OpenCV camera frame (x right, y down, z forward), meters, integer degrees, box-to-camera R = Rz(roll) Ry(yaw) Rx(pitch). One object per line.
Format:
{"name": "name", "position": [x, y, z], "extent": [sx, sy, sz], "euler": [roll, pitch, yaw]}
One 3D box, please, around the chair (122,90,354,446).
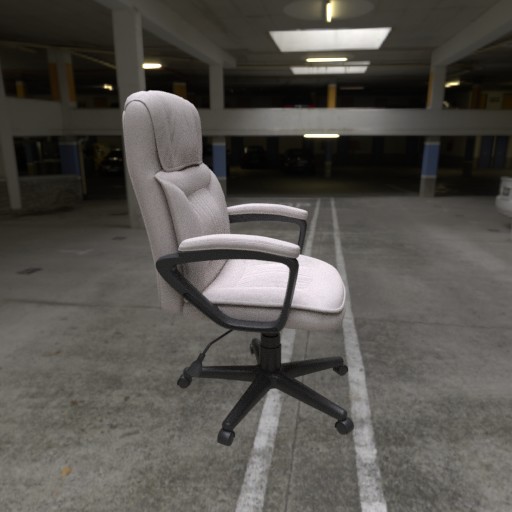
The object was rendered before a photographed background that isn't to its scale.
{"name": "chair", "position": [0.000, 0.000, 1.577], "extent": [0.724, 1.105, 0.667], "euler": [2, 16, 8]}
